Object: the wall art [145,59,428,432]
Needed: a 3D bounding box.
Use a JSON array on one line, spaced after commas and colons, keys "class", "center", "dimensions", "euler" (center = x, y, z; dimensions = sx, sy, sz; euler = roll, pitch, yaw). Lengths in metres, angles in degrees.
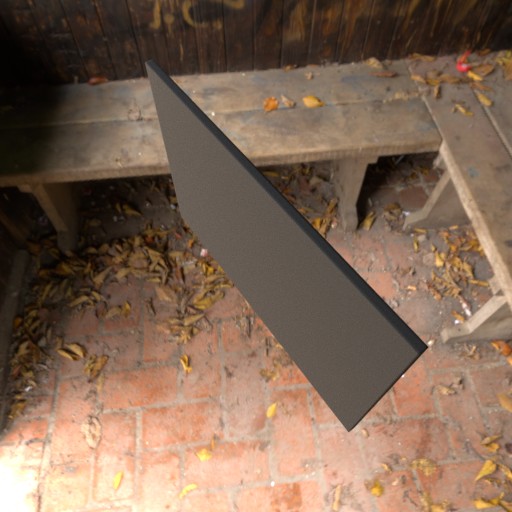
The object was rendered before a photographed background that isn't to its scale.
[{"class": "wall art", "center": [0.000, 0.000, 1.217], "dimensions": [0.026, 0.656, 0.958], "euler": [-31, 63, -18]}]
